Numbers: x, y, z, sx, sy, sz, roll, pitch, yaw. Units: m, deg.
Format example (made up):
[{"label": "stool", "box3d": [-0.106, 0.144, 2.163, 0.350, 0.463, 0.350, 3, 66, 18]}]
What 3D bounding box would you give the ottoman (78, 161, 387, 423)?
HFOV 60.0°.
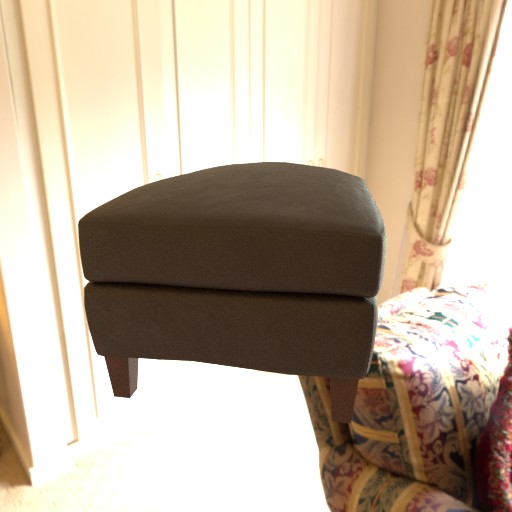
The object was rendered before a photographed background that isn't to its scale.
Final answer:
[{"label": "ottoman", "box3d": [0.000, 0.000, 1.318, 0.659, 0.529, 0.887, 3, 17, 9]}]
